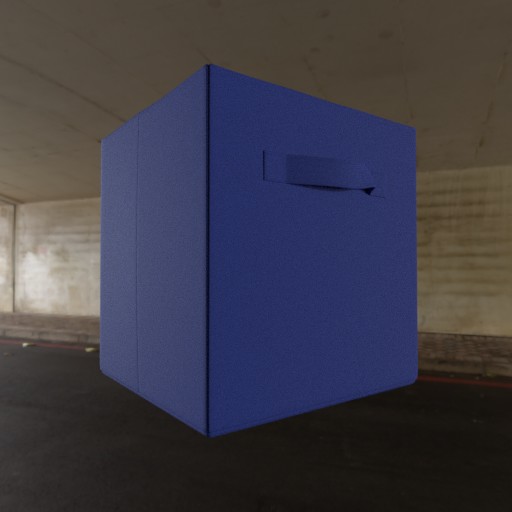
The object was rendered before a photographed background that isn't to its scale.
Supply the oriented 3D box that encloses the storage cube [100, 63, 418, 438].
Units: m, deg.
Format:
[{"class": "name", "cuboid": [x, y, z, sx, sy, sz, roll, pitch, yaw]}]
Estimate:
[{"class": "storage cube", "cuboid": [0.000, 0.000, 0.499, 0.270, 0.280, 0.270, 1, -2, -37]}]
